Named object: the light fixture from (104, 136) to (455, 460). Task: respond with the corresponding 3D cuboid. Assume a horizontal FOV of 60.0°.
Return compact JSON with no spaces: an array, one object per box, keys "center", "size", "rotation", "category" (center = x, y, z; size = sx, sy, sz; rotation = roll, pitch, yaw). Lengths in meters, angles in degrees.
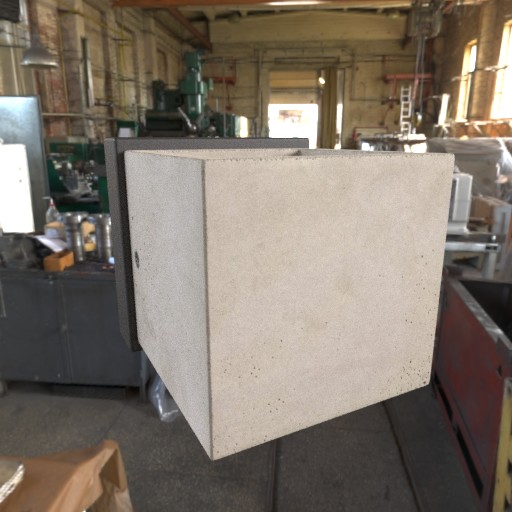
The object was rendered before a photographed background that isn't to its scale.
[{"center":[0.000,0.000,0.233],"size":[0.121,0.121,0.143],"rotation":[-8,17,-27],"category":"light fixture"}]
